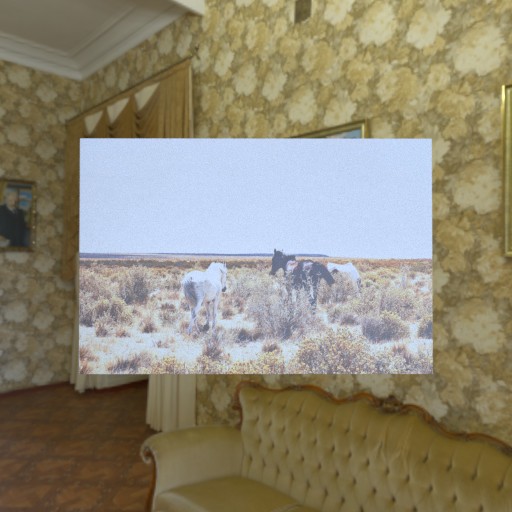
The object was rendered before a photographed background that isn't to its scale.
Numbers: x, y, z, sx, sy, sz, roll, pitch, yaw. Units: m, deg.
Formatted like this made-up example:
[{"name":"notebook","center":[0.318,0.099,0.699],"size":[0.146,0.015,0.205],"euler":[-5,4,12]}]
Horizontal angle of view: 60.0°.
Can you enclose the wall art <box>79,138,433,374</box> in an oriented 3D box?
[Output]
[{"name":"wall art","center":[0.000,0.000,1.171],"size":[0.914,0.610,0.050],"euler":[0,-1,0]}]
